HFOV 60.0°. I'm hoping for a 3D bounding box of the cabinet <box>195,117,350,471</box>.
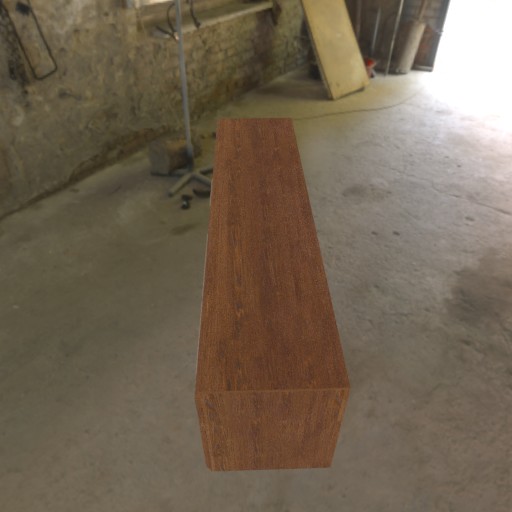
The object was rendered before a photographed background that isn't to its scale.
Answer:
[{"bbox_3d":[0.000,0.000,1.866,0.419,0.510,1.600,-1,41,-1],"label":"cabinet"}]
